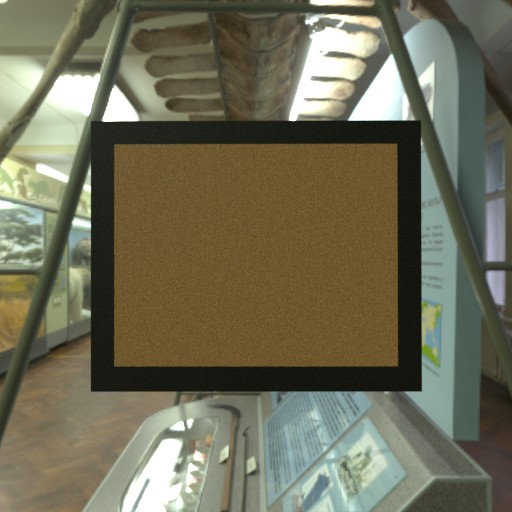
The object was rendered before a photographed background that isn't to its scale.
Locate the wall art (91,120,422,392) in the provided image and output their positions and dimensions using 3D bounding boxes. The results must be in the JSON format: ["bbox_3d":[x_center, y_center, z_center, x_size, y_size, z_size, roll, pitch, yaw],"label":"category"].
[{"bbox_3d":[0.000,0.000,0.764,0.561,0.460,0.028,0,0,0],"label":"wall art"}]
